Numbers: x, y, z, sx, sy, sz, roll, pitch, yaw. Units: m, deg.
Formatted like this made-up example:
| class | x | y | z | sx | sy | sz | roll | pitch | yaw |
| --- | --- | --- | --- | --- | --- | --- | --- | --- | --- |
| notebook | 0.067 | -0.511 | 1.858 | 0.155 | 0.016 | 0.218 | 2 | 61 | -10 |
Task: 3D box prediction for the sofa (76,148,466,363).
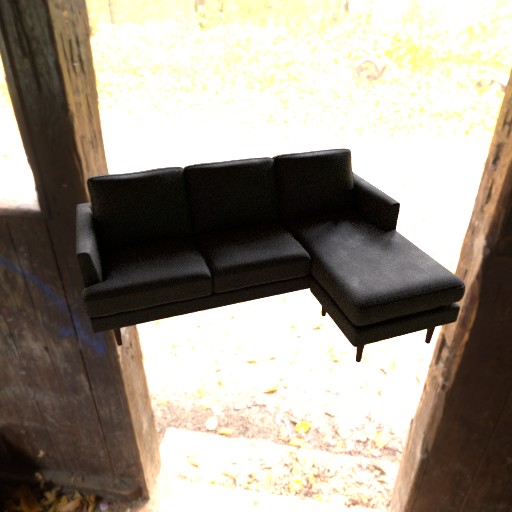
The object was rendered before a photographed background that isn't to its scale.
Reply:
| class | x | y | z | sx | sy | sz | roll | pitch | yaw |
| --- | --- | --- | --- | --- | --- | --- | --- | --- | --- |
| sofa | 0.000 | 0.000 | 2.985 | 2.233 | 0.956 | 1.504 | -10 | 32 | -16 |
